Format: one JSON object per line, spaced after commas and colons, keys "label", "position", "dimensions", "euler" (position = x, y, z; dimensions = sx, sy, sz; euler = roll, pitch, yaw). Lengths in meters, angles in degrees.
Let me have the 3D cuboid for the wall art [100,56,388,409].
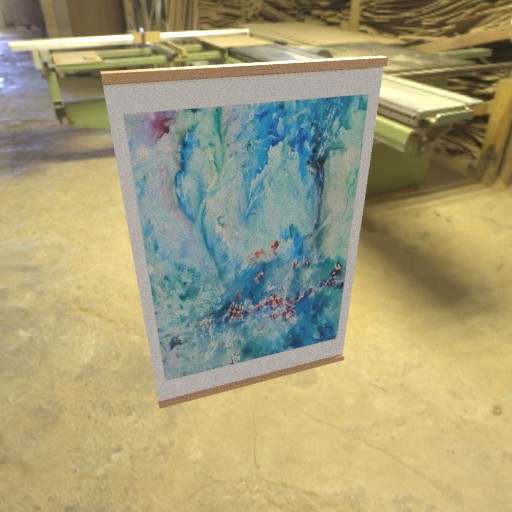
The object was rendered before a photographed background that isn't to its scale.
{"label": "wall art", "position": [0.000, 0.000, 1.877], "dimensions": [0.991, 1.510, 0.040], "euler": [-10, 34, -16]}
